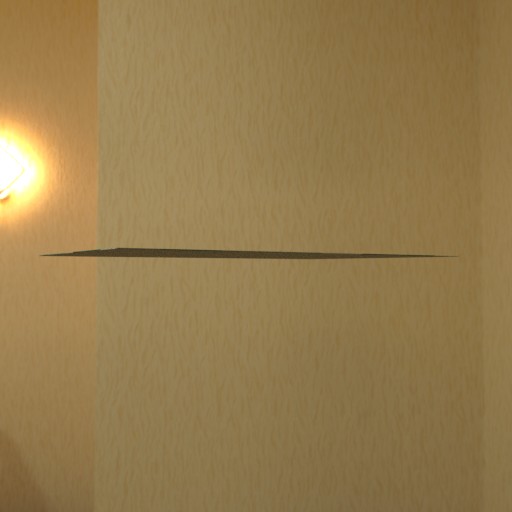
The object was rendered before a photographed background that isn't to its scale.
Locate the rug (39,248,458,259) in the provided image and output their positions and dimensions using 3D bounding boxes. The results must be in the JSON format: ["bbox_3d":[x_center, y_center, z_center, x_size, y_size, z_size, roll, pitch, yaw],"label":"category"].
[{"bbox_3d":[0.000,0.000,3.008,2.420,0.005,1.528,1,-2,-36],"label":"rug"}]
